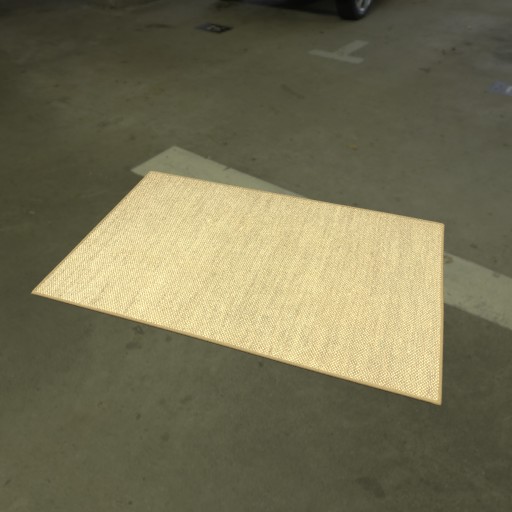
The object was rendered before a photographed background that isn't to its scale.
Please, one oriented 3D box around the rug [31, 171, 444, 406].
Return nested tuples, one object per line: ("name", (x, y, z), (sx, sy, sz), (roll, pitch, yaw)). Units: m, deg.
("rug", (0.000, 0.000, 2.062), (1.667, 0.013, 1.062), (12, 43, 14))
